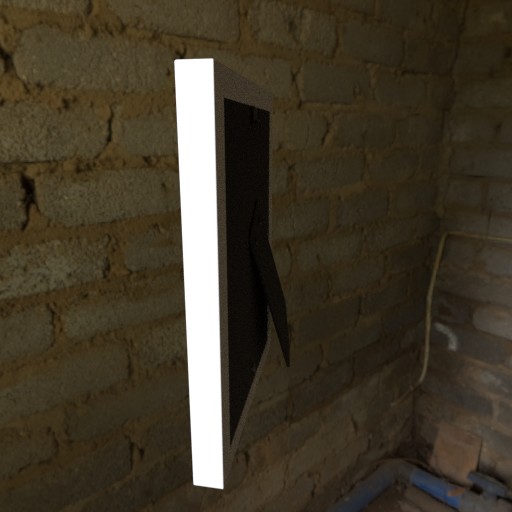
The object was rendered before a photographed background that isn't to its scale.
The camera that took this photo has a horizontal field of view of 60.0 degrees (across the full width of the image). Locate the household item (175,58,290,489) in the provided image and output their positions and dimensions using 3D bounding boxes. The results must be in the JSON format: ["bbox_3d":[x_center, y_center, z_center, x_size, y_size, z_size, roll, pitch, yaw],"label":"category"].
[{"bbox_3d":[0.000,0.000,0.339,0.045,0.250,0.200,3,16,10],"label":"household item"}]
